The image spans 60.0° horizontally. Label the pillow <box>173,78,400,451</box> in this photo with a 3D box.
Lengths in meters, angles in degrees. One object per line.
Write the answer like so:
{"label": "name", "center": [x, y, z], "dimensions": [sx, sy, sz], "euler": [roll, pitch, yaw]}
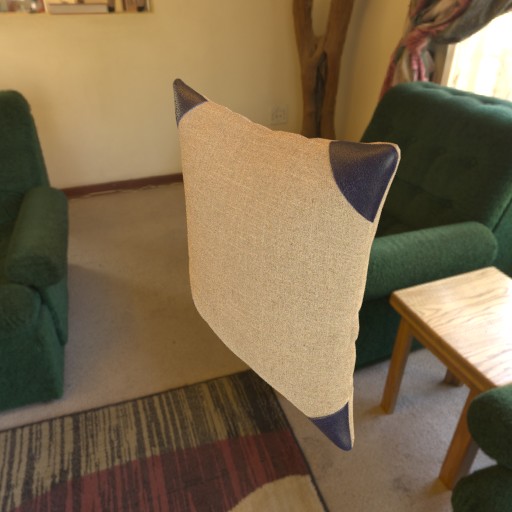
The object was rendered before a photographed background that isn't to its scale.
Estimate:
{"label": "pillow", "center": [0.000, 0.000, 0.664], "dimensions": [0.147, 0.441, 0.440], "euler": [-22, 38, -31]}
